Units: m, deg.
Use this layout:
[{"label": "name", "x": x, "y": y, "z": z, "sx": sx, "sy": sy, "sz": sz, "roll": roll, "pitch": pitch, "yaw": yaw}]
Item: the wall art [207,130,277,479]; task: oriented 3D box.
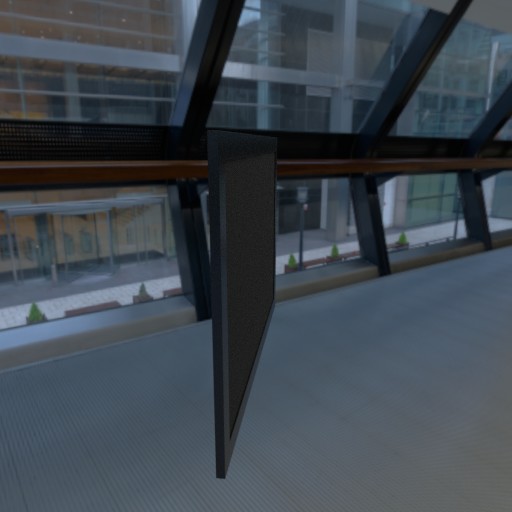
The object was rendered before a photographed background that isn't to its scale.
[{"label": "wall art", "x": 0.000, "y": 0.000, "z": 0.853, "sx": 0.013, "sy": 0.447, "sz": 0.660, "roll": 2, "pitch": 14, "yaw": 8}]
